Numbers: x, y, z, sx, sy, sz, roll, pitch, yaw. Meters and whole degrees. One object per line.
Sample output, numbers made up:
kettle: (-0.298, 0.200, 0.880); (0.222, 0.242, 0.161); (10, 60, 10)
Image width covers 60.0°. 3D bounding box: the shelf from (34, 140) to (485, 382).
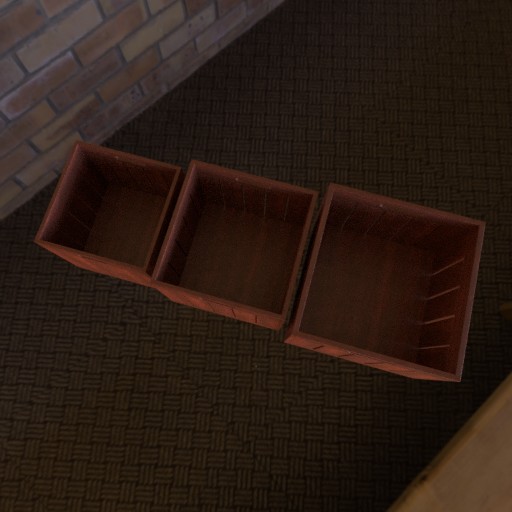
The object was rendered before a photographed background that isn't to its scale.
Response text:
shelf: (0.000, 0.000, 1.230); (1.064, 0.311, 0.393); (15, 76, 4)
